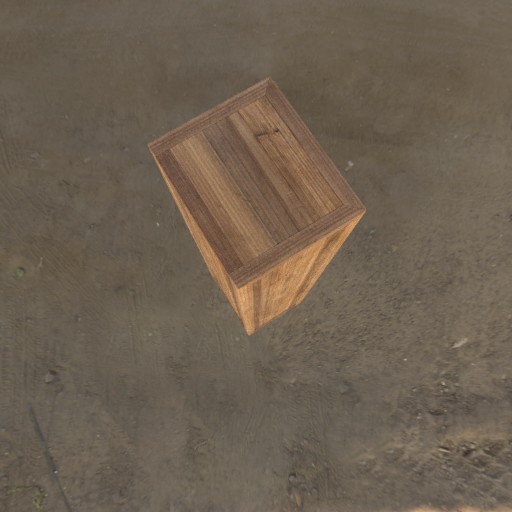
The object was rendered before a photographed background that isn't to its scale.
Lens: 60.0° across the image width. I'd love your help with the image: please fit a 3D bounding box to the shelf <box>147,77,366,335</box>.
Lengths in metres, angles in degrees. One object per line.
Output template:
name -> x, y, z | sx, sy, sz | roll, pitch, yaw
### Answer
shelf -> 0.000, 0.000, 2.174 | 0.428, 1.900, 0.500 | -31, 78, -7
